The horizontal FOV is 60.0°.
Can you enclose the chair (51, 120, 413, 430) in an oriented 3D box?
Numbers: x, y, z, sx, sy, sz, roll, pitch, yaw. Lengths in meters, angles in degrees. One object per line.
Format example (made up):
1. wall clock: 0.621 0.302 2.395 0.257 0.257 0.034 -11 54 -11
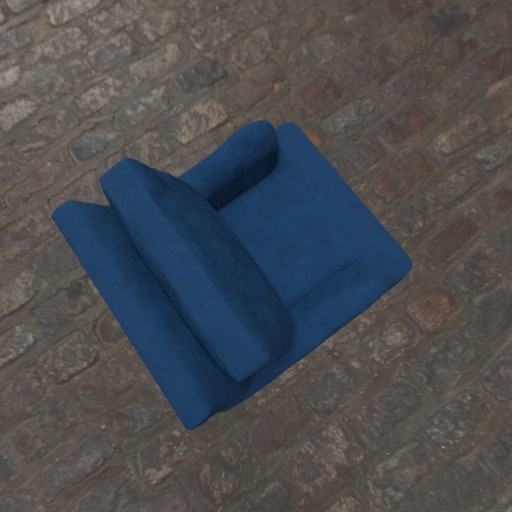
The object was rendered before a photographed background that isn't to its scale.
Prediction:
1. chair: 0.000 0.000 1.868 1.078 1.076 0.895 -35 77 -9
